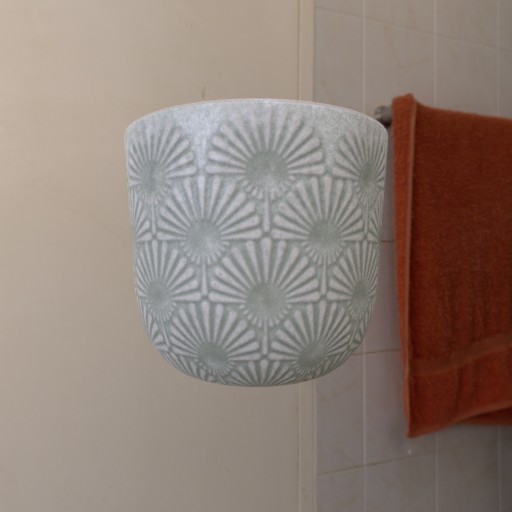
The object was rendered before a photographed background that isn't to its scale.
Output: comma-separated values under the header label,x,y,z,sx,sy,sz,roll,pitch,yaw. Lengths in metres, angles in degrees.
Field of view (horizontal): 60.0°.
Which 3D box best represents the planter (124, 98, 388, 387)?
label,x,y,z,sx,sy,sz,roll,pitch,yaw
planter,0.000,0.000,0.296,0.170,0.152,0.170,0,0,0
